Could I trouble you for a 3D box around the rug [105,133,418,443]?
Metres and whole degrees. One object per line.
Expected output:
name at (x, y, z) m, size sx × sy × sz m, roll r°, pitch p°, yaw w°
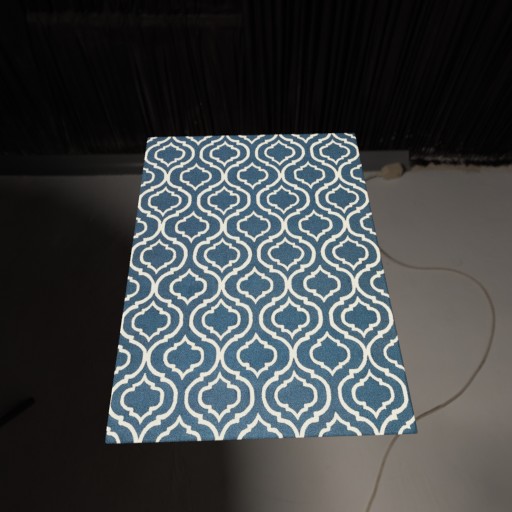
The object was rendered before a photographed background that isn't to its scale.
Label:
rug at (0.000, 0.000, 4.335) m, size 2.438 × 0.010 × 3.353 m, roll -1°, pitch 58°, yaw -1°
